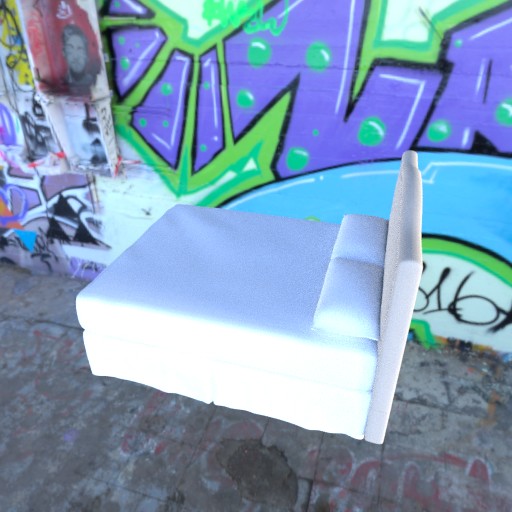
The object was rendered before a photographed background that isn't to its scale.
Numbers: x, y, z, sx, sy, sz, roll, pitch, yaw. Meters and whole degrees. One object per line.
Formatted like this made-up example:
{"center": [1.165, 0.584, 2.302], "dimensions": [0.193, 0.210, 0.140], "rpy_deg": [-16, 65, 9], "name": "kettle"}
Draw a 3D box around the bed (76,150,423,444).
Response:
{"center": [0.000, 0.000, 3.189], "dimensions": [2.052, 1.398, 1.678], "rpy_deg": [9, 32, 14], "name": "bed"}
